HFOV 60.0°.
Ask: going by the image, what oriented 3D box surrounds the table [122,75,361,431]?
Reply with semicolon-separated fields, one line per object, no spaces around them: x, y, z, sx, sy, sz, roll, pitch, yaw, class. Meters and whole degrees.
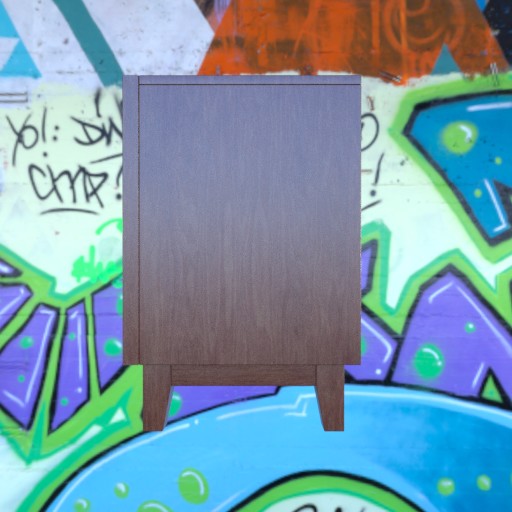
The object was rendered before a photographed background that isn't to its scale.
0.000;0.000;1.023;0.449;0.609;0.557;0;0;0;table
